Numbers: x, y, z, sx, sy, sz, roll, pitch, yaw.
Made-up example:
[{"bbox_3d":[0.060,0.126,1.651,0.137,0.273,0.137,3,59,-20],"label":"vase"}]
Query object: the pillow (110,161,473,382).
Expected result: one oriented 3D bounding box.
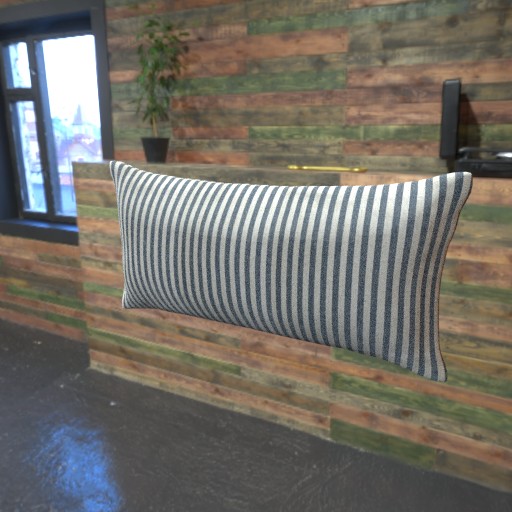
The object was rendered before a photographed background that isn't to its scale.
[{"bbox_3d":[0.000,0.000,0.731,0.617,0.295,0.151,8,17,27],"label":"pillow"}]
